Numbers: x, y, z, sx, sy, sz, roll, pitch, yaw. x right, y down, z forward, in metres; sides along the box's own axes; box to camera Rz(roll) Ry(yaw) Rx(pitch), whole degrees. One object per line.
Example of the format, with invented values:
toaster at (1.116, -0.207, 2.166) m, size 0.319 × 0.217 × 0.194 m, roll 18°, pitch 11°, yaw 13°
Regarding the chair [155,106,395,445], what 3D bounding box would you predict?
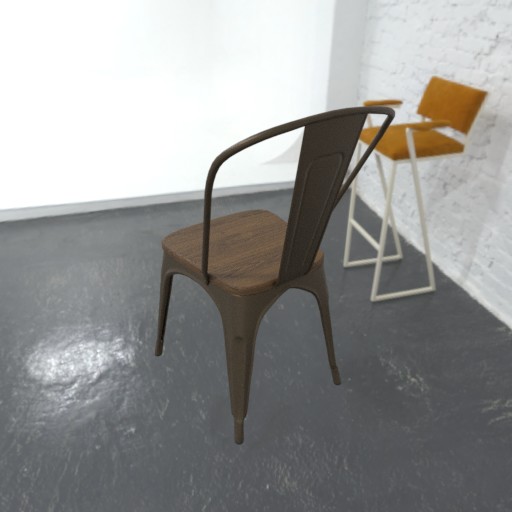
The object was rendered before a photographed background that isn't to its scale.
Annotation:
chair at (0.000, 0.000, 1.174) m, size 0.451 × 0.844 × 0.532 m, roll -20°, pitch 35°, yaw -30°
